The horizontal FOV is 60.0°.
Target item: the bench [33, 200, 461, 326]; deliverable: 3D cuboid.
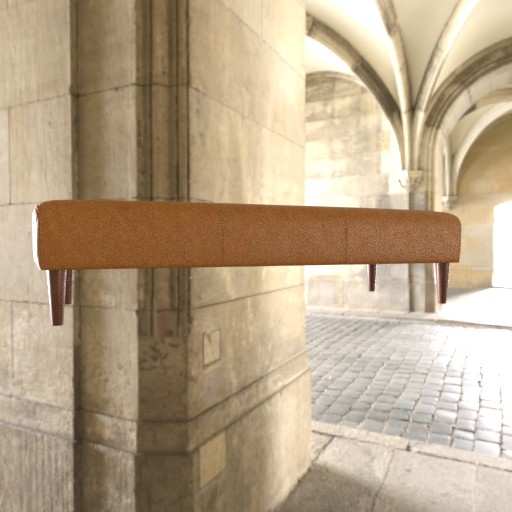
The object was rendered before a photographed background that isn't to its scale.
[{"bbox_3d":[0.000,0.000,1.850,1.610,0.399,0.653,-1,2,-20],"label":"bench"}]
